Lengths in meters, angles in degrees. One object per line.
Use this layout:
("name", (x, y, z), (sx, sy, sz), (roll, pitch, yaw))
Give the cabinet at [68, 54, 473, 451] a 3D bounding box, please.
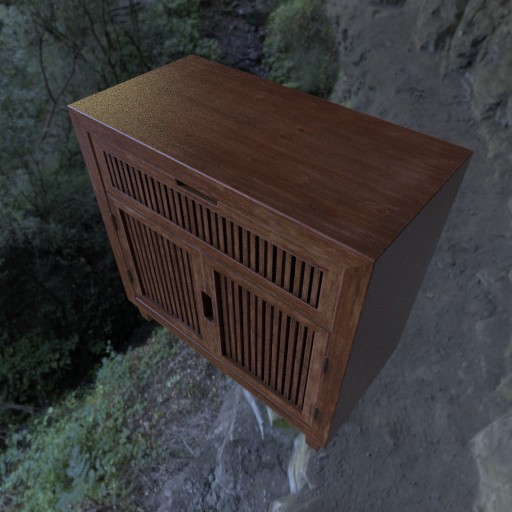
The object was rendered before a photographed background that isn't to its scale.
("cabinet", (0.000, 0.000, 1.227), (0.796, 0.785, 0.412), (30, 52, 27))
